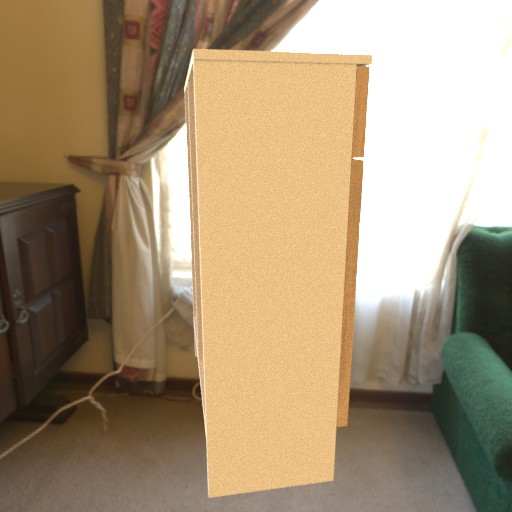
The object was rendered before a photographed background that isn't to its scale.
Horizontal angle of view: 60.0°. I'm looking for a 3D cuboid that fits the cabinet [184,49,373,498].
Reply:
[{"bbox_3d":[0.000,0.000,1.075,0.296,0.815,0.600,-3,16,-10],"label":"cabinet"}]
